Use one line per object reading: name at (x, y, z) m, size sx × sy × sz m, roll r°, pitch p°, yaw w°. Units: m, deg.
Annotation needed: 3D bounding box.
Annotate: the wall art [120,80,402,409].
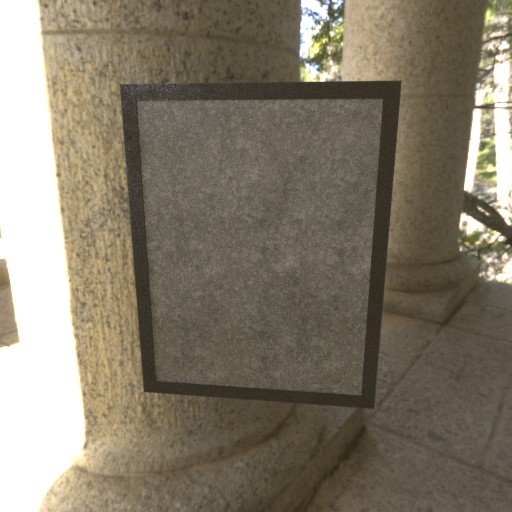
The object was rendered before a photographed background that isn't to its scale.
wall art at (0.000, 0.000, 1.345) m, size 0.767 × 0.983 × 0.030 m, roll 2°, pitch 16°, yaw 7°
